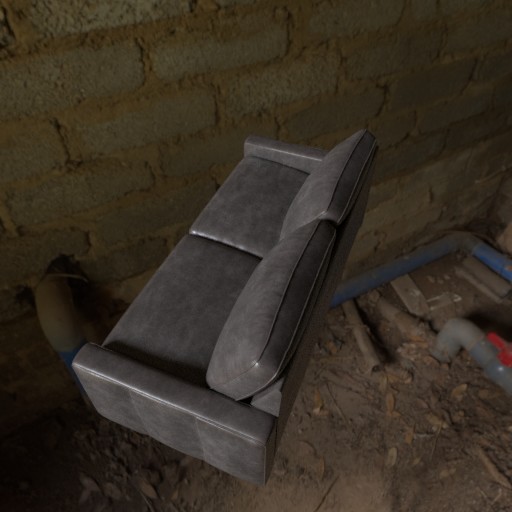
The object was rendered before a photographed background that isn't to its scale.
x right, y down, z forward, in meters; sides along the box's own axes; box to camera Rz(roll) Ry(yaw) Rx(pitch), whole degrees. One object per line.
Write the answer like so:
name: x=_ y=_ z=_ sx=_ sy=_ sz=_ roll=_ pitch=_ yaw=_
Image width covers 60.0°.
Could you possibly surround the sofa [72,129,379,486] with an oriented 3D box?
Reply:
sofa: x=0.000 y=0.000 z=2.556 sx=0.939 sy=0.916 sz=2.081 roll=17 pitch=49 yaw=15
